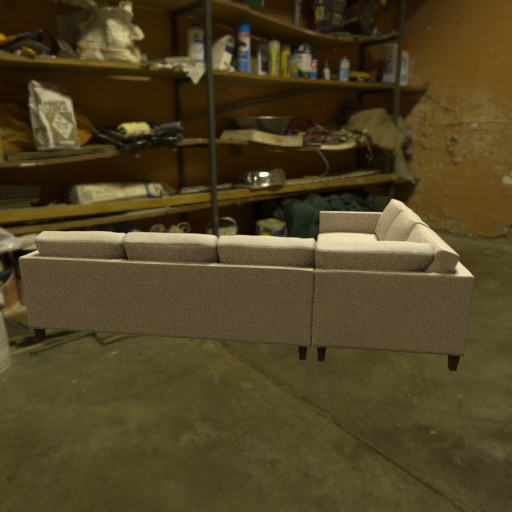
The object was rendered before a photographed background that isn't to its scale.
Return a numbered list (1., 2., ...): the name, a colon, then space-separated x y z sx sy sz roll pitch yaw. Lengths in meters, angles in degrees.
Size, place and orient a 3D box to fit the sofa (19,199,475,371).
1. sofa: 0.000 0.000 4.232 3.182 0.863 2.432 2 15 8
